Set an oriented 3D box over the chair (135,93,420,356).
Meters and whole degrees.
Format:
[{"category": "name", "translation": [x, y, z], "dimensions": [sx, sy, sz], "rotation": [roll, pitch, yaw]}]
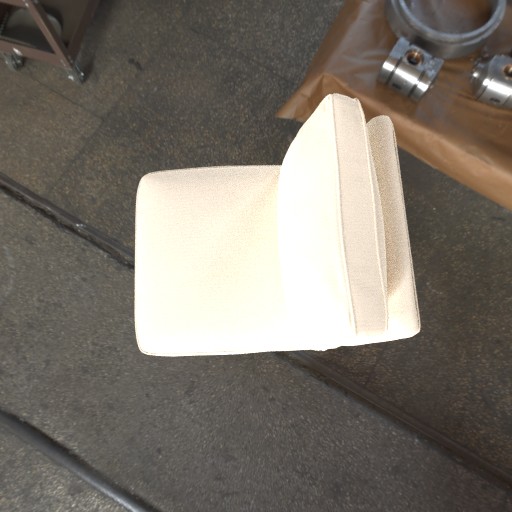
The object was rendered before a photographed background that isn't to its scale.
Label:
[{"category": "chair", "translation": [0.000, 0.000, 1.455], "dimensions": [0.781, 0.887, 0.630], "rotation": [-3, 77, -1]}]
